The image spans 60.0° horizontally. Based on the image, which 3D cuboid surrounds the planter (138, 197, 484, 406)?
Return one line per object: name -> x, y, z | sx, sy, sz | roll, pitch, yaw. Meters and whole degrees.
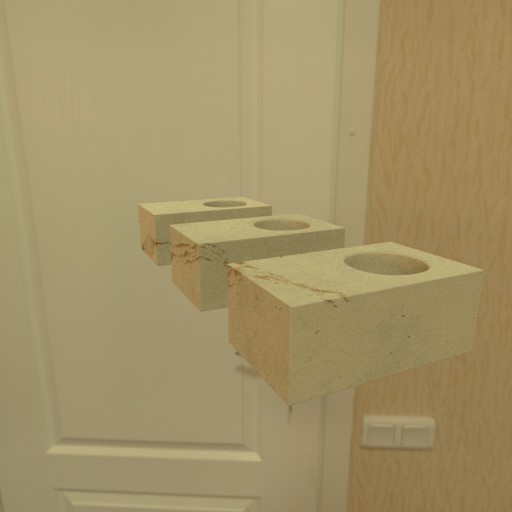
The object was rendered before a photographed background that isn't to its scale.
planter -> 0.000, 0.000, 0.376 | 0.127, 0.051, 0.333 | -7, 17, -25
